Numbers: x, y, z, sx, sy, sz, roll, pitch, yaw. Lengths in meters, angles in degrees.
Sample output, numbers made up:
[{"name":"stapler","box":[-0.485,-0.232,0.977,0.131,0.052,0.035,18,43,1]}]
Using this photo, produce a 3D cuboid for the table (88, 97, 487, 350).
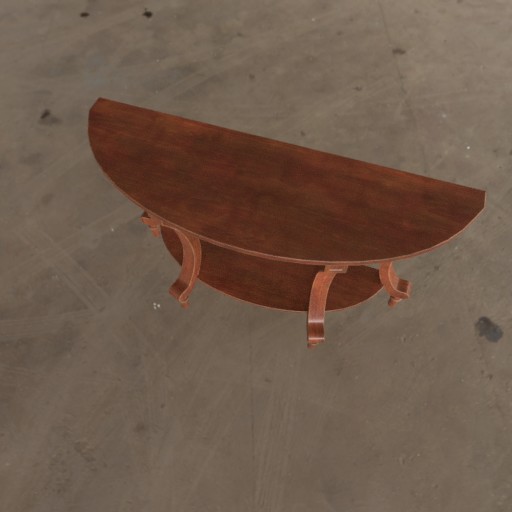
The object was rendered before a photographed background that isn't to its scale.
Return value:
[{"name":"table","box":[0.000,0.000,1.511,1.198,0.699,0.394,16,60,10]}]
